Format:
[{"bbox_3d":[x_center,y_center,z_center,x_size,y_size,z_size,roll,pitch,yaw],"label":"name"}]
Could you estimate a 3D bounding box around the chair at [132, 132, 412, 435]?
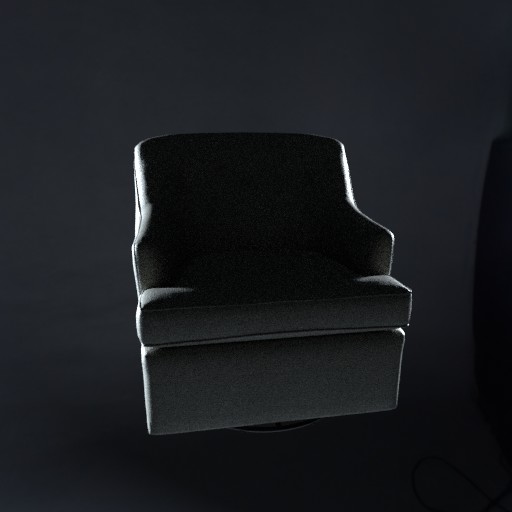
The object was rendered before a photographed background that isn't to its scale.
[{"bbox_3d":[0.000,0.000,1.614,0.864,0.856,0.923,-3,17,-9],"label":"chair"}]
